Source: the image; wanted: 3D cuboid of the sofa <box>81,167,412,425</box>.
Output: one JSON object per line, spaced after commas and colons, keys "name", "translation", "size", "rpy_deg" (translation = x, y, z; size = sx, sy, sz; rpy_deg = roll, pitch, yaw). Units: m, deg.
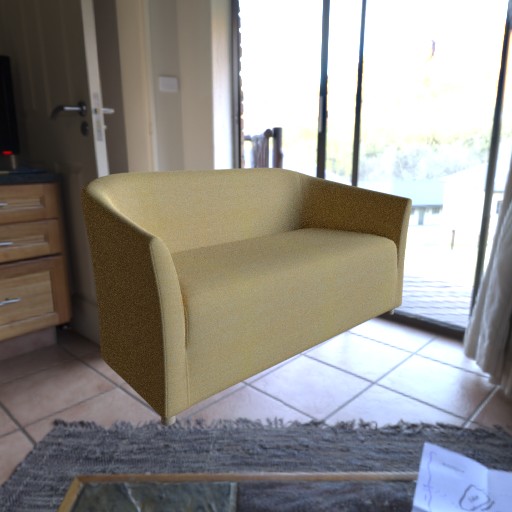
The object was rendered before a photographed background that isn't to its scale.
{"name": "sofa", "translation": [0.000, 0.000, 1.926], "size": [1.452, 0.721, 0.705], "rpy_deg": [-13, 18, -43]}
